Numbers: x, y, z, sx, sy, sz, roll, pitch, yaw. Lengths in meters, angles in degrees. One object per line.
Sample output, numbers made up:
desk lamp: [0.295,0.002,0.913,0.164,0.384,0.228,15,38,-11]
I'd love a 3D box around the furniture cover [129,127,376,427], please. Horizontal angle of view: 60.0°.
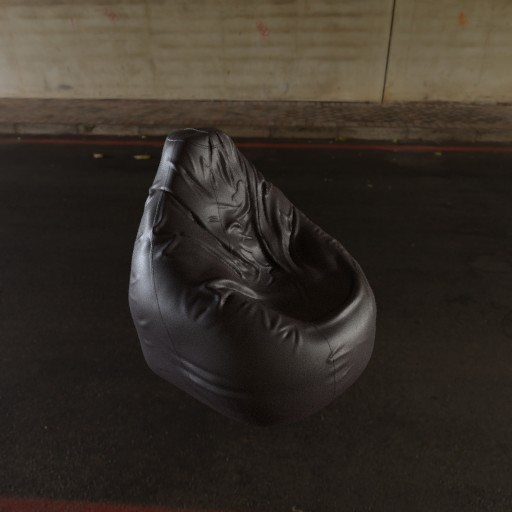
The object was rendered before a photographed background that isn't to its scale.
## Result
furniture cover: [0.000,0.000,1.900,1.070,0.990,1.070,19,33,32]
